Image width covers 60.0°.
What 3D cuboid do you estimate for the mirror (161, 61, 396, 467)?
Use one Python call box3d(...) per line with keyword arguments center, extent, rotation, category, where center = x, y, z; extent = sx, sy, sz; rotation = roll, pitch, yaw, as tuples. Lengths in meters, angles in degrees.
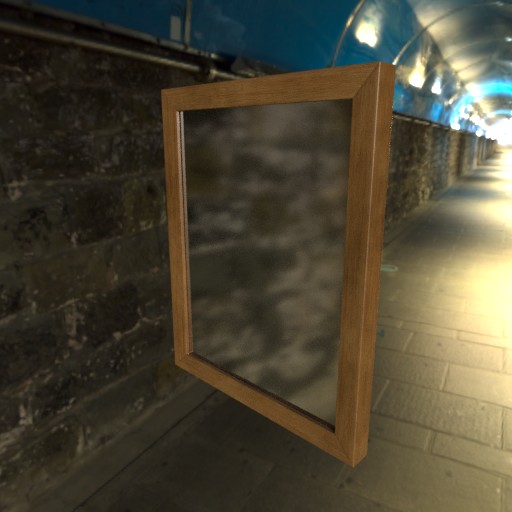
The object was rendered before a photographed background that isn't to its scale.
box3d(center=(0.000, 0.000, 0.683), extent=(0.405, 0.508, 0.041), rotation=(14, 20, 42), category="mirror")
